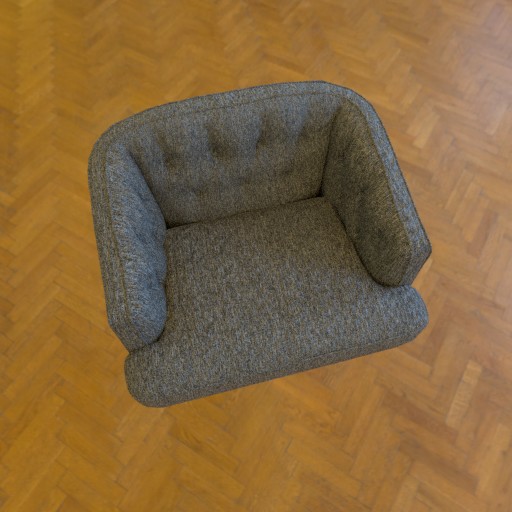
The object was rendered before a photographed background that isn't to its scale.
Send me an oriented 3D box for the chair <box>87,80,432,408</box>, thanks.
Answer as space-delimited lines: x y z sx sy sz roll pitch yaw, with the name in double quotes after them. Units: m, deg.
0.000 0.000 1.758 1.104 0.852 0.941 -13 62 -7 "chair"
